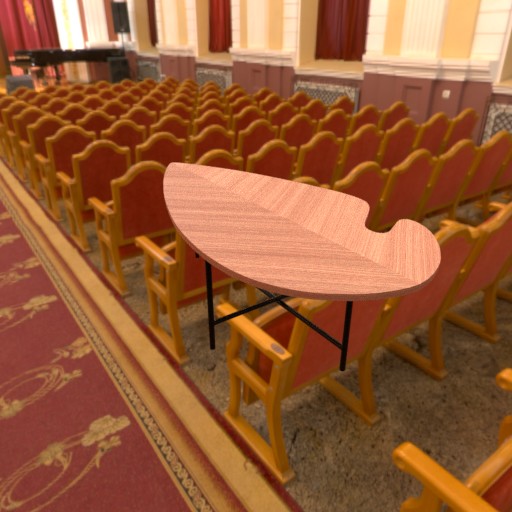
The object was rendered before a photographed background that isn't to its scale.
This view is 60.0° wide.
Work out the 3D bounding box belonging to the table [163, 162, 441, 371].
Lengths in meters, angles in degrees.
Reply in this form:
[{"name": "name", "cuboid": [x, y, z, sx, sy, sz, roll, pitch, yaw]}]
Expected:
[{"name": "table", "cuboid": [0.000, 0.000, 1.449, 0.598, 0.360, 1.199, -17, 31, -31]}]
